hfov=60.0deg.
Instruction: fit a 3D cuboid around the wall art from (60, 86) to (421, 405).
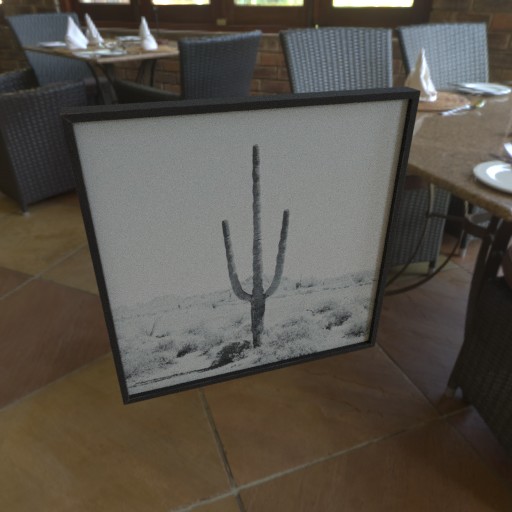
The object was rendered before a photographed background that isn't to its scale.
[{"bbox_3d":[0.000,0.000,0.745,0.508,0.508,0.038,-9,32,-15],"label":"wall art"}]
